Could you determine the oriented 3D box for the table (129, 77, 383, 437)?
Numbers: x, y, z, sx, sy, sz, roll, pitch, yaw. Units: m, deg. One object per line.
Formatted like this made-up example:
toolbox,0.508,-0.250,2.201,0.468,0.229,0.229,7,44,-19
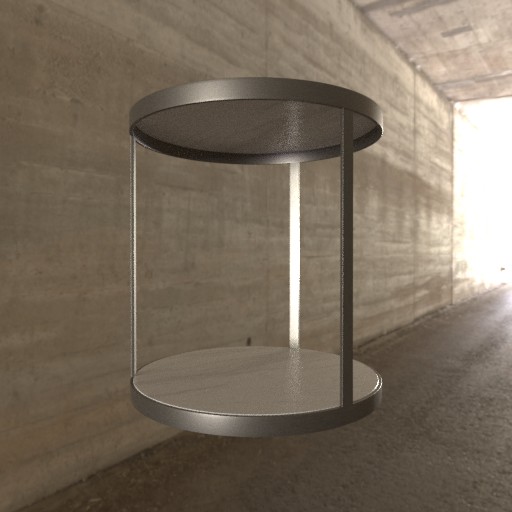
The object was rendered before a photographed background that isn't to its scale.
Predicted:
table,0.000,0.000,0.811,0.445,0.479,0.445,0,1,0
